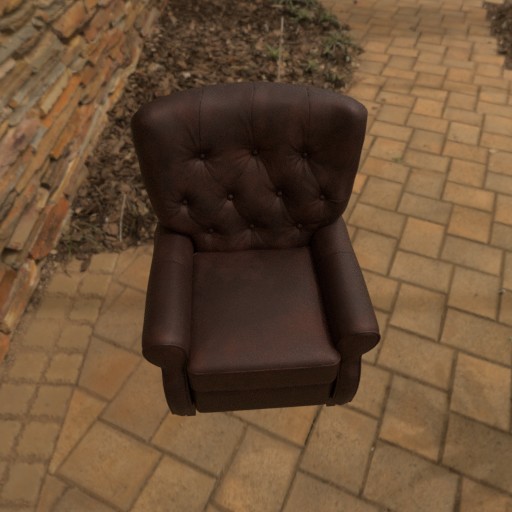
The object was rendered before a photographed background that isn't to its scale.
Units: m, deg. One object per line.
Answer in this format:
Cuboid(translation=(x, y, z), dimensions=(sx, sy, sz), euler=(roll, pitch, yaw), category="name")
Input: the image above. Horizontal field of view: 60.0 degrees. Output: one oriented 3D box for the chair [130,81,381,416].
Cuboid(translation=(0.000, 0.000, 1.924), dimensions=(0.948, 1.158, 1.058), euler=(-3, 46, -3), category="chair")
